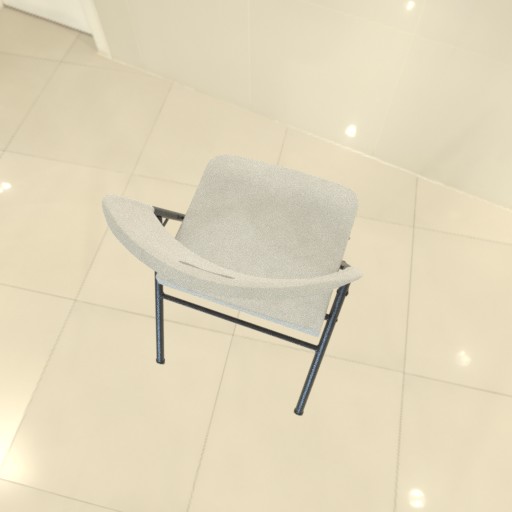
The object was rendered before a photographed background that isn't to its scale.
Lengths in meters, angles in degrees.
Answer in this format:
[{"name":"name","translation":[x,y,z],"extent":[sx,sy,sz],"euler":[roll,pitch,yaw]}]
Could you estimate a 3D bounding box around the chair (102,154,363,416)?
[{"name":"chair","translation":[0.000,0.000,1.147],"extent":[0.494,0.810,0.566],"euler":[18,63,9]}]
